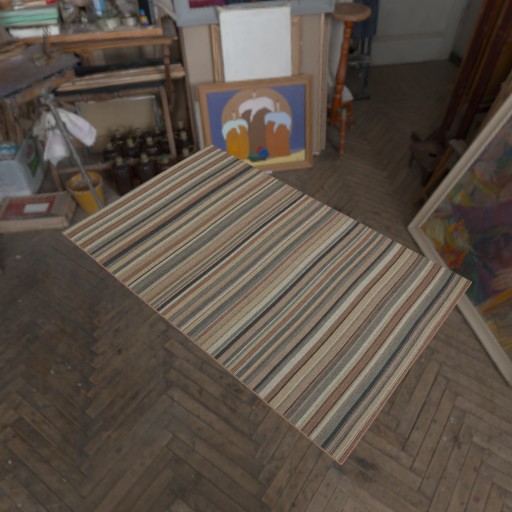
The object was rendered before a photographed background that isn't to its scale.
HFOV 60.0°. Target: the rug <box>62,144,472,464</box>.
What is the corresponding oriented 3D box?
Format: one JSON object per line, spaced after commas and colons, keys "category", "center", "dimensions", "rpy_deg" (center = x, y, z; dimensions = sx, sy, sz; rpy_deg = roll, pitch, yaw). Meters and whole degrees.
{"category": "rug", "center": [0.000, 0.000, 3.070], "dimensions": [2.438, 0.014, 1.523], "rpy_deg": [33, 55, 27]}
